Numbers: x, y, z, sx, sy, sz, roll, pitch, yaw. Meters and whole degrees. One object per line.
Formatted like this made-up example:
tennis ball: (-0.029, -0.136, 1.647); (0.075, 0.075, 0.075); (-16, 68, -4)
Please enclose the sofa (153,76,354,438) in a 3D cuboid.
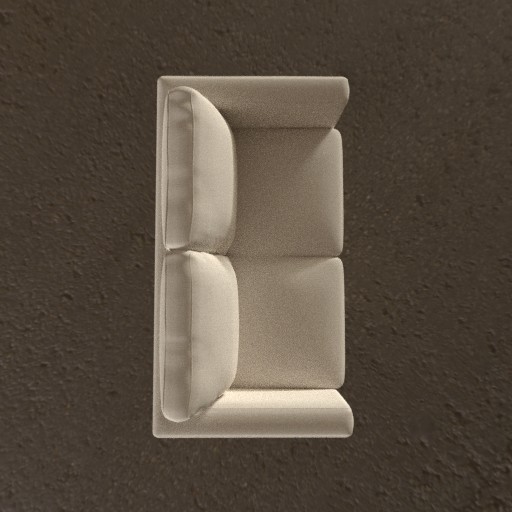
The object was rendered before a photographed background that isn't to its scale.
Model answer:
sofa: (0.000, 0.000, 1.969); (0.796, 0.908, 1.430); (0, 87, 0)
